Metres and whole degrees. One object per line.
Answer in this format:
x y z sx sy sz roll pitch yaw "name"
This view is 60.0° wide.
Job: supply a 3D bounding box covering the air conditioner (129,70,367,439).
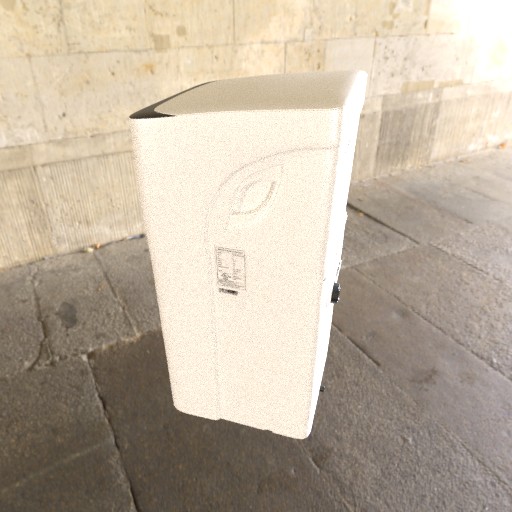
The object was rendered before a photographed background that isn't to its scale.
0.000 0.000 0.934 0.369 0.716 0.352 8 31 14 "air conditioner"
